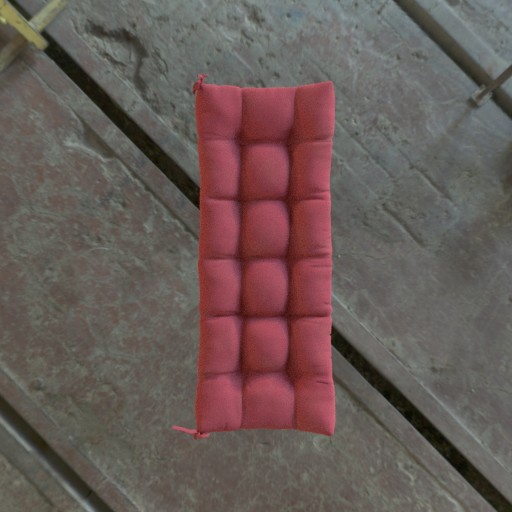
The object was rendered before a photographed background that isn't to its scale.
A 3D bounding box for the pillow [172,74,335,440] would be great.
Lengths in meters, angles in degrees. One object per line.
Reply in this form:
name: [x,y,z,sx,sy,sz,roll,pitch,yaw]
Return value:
pillow: [0.000,0.000,1.424,0.511,0.174,1.194,0,89,0]
